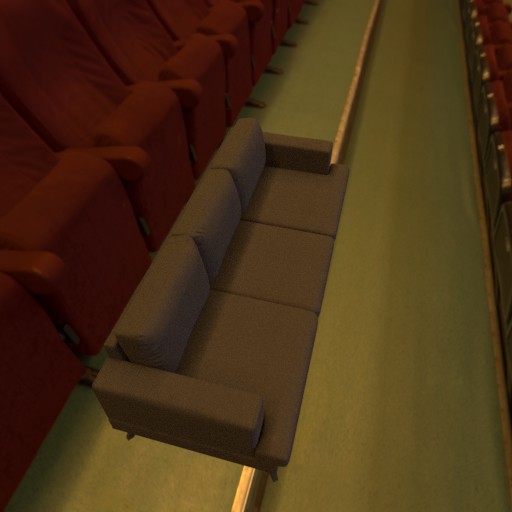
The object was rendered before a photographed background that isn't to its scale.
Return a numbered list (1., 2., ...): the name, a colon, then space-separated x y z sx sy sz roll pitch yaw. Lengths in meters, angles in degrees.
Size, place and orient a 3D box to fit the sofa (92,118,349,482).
1. sofa: 0.000 0.000 2.776 0.920 0.810 2.310 11 47 10
